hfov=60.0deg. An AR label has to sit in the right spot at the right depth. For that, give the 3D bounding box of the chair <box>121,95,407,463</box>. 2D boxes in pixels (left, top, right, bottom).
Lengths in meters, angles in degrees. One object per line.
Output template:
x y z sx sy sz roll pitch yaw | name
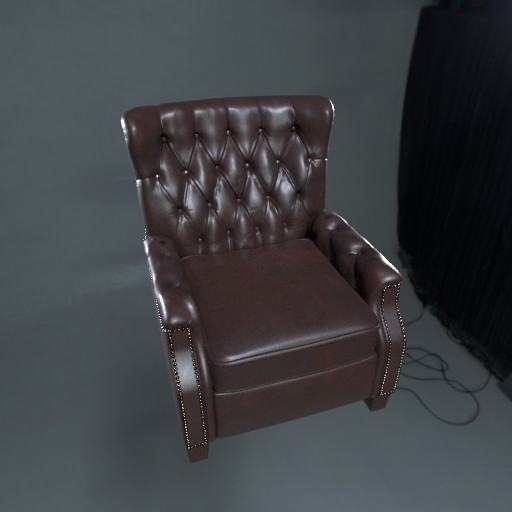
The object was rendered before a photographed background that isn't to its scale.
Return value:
0.000 0.000 1.458 0.709 0.864 0.823 -10 33 -15 | chair
